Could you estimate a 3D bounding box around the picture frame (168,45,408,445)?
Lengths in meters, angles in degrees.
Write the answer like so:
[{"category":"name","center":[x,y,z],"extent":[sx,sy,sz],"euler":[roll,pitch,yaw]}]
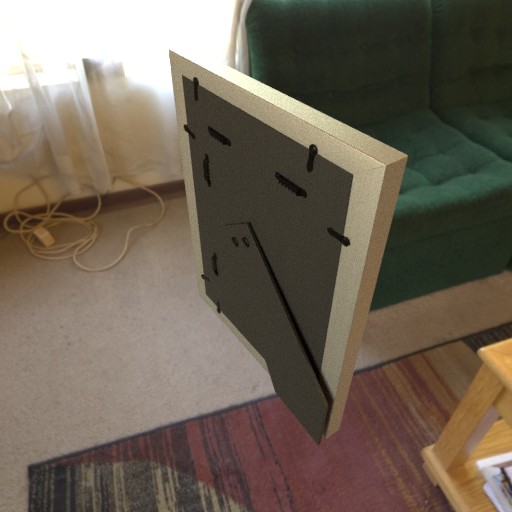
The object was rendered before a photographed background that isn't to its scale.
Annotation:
[{"category":"picture frame","center":[0.000,0.000,0.518],"extent":[0.036,0.386,0.307],"euler":[-26,48,-26]}]
